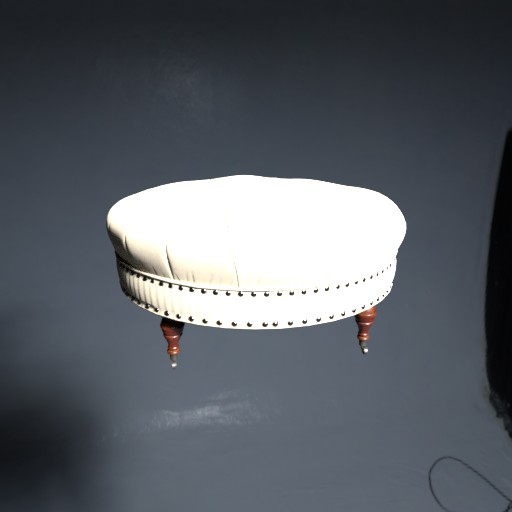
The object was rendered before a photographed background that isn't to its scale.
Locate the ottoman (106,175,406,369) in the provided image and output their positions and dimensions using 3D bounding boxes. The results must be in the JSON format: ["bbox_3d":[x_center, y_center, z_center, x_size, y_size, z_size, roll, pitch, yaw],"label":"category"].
[{"bbox_3d":[0.000,0.000,1.417,0.901,0.439,0.901,0,18,0],"label":"ottoman"}]
